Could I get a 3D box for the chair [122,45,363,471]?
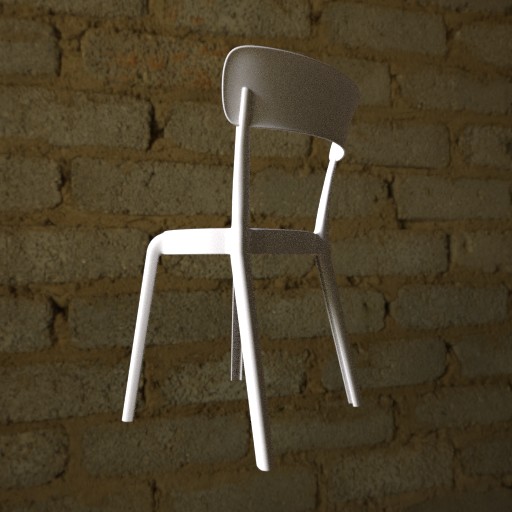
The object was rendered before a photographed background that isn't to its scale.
[{"bbox_3d":[0.000,0.000,1.107,0.491,0.790,0.506,0,0,36],"label":"chair"}]
